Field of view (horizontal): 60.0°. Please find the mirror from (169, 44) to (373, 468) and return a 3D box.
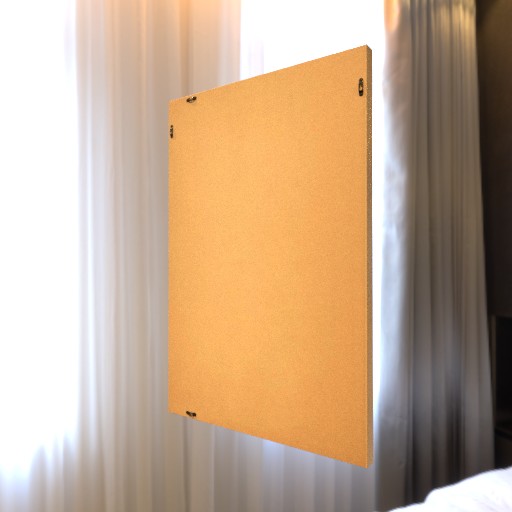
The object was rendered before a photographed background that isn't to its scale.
[{"bbox_3d":[0.000,0.000,1.143,0.609,0.915,0.041,0,0,35],"label":"mirror"}]
